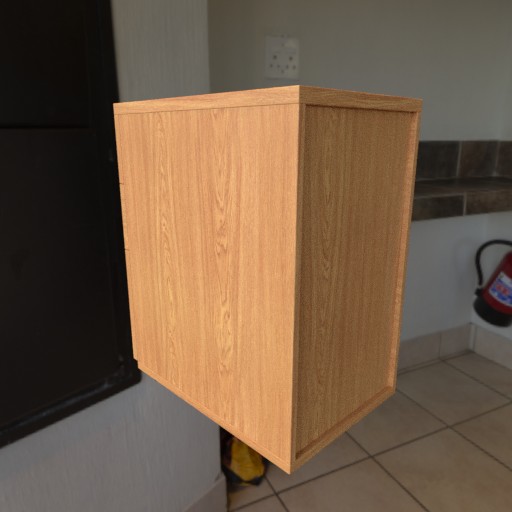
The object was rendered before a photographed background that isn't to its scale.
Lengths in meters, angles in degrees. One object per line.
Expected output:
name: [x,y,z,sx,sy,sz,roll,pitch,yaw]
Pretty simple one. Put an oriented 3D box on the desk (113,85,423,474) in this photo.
desk: [0.000,0.000,1.108,0.404,0.730,0.600,-15,21,-42]
